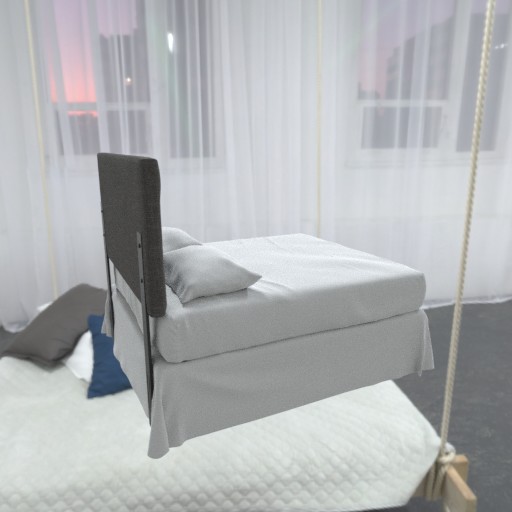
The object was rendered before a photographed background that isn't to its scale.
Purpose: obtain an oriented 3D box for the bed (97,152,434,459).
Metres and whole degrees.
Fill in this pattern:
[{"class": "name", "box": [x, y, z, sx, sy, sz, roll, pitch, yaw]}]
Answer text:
[{"class": "bed", "box": [0.000, 0.000, 3.479, 2.222, 1.577, 1.936, -7, 16, -26]}]
